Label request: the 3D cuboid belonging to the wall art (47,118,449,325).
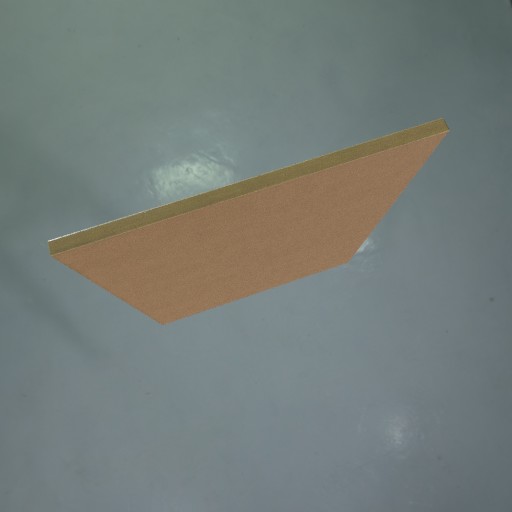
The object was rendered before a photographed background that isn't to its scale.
[{"bbox_3d":[0.000,0.000,1.325,0.798,1.002,0.030,-18,75,-5],"label":"wall art"}]
